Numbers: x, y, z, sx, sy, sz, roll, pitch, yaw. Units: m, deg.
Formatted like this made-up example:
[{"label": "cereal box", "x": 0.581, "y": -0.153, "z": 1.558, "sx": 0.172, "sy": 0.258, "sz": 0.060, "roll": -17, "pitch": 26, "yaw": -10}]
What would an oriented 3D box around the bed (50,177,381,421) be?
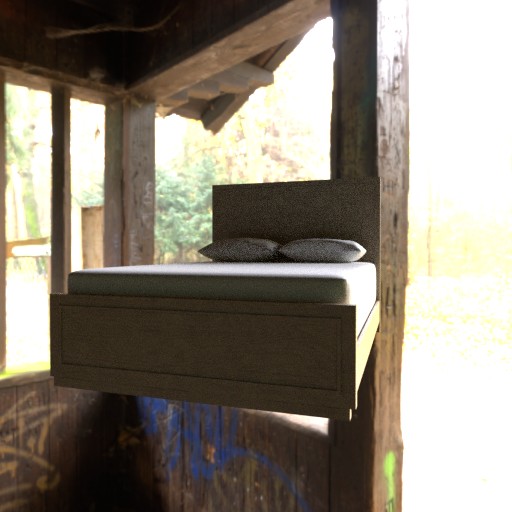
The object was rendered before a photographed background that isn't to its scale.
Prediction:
[{"label": "bed", "x": 0.000, "y": 0.000, "z": 3.153, "sx": 1.606, "sy": 1.369, "sz": 2.189, "roll": 0, "pitch": 1, "yaw": 18}]
